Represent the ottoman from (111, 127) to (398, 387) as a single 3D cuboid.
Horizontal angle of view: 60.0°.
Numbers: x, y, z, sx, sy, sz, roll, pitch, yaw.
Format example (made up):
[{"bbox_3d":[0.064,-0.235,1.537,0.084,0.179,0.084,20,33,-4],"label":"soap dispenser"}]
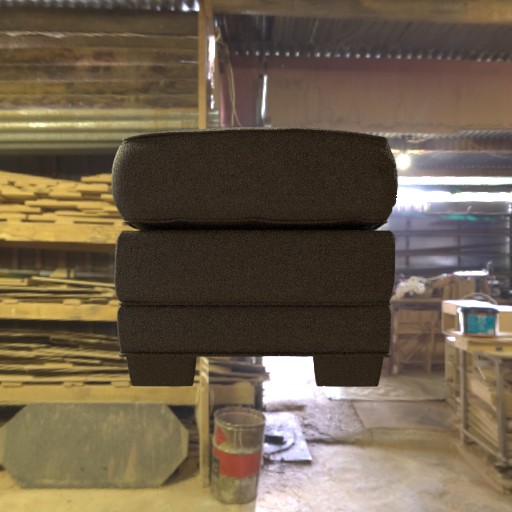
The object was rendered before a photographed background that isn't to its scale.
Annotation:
[{"bbox_3d":[0.000,0.000,1.147,0.490,0.448,0.864,0,0,0],"label":"ottoman"}]
